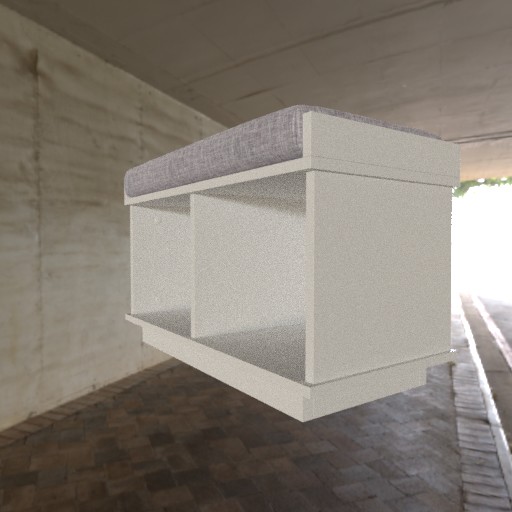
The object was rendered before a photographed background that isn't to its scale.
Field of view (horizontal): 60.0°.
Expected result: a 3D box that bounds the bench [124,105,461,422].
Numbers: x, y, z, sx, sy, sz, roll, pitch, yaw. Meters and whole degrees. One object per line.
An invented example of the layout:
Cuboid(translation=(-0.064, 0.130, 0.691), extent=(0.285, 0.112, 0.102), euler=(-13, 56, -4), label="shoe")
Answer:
Cuboid(translation=(0.000, 0.000, 0.980), extent=(0.362, 0.461, 0.734), euler=(-1, 2, -35), label="bench")
